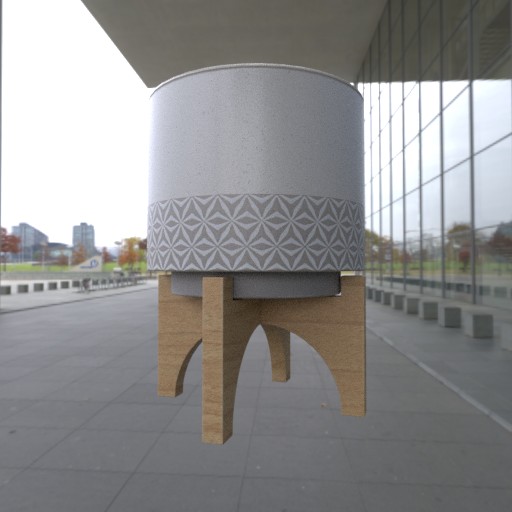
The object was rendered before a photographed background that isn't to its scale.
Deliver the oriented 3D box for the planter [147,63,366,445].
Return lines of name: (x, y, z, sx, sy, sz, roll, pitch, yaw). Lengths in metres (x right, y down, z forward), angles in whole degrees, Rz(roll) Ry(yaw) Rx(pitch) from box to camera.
planter: (0.000, 0.000, 0.394, 0.188, 0.260, 0.188, 0, -1, 0)
